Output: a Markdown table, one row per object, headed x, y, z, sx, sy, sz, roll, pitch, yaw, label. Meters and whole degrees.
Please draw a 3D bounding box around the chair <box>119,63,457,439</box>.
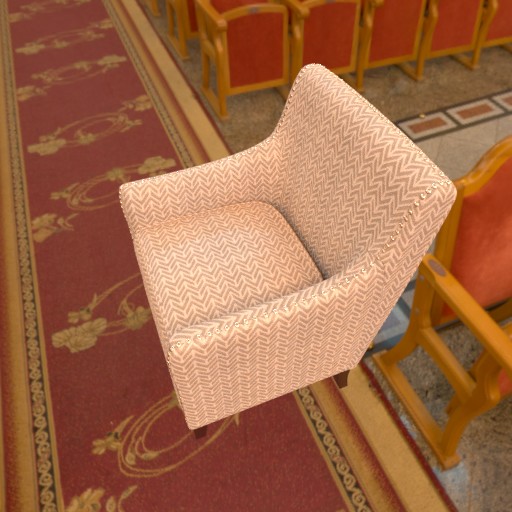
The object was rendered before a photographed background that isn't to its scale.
| x | y | z | sx | sy | sz | roll | pitch | yaw | label |
| --- | --- | --- | --- | --- | --- | --- | --- | --- | --- |
| 0.000 | 0.000 | 1.287 | 0.651 | 0.816 | 0.623 | -17 | 50 | -15 | chair |
